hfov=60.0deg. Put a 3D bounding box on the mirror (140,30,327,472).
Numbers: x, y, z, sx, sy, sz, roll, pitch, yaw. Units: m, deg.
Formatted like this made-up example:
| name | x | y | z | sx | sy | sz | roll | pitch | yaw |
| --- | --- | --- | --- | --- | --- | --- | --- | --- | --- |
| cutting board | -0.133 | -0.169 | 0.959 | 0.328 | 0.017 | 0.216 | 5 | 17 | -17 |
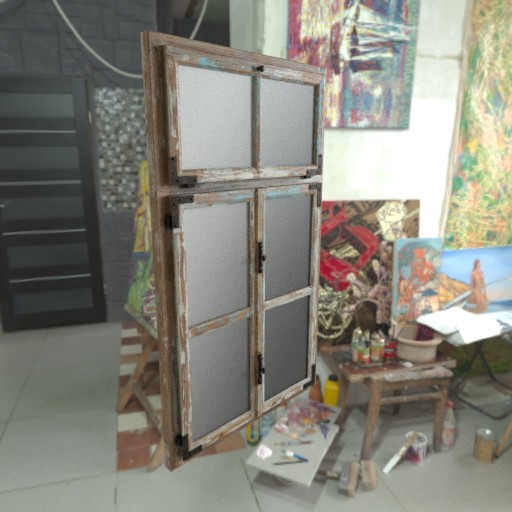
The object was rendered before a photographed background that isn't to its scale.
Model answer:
| name | x | y | z | sx | sy | sz | roll | pitch | yaw |
| --- | --- | --- | --- | --- | --- | --- | --- | --- | --- |
| mirror | 0.000 | 0.000 | 1.426 | 0.083 | 1.213 | 0.707 | 13 | 19 | 43 |
